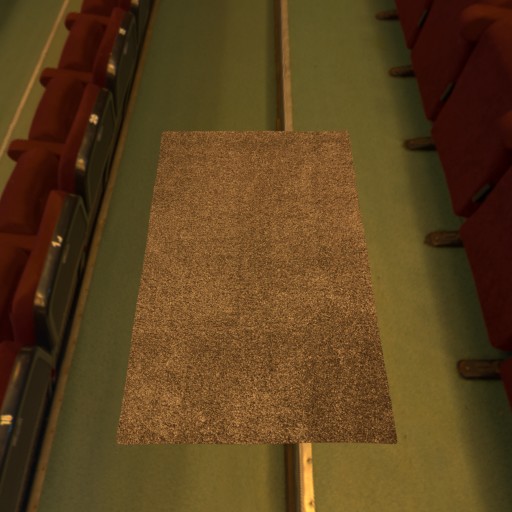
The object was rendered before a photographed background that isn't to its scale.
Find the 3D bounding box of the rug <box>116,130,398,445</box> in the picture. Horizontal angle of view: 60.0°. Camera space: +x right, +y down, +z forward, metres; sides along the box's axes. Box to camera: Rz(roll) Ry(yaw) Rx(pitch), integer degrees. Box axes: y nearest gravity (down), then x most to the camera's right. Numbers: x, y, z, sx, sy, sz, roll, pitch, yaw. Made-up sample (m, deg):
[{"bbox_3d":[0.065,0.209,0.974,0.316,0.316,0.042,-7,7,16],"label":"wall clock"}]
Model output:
[{"bbox_3d":[0.000,0.000,2.972,1.501,0.025,2.352,0,59,0],"label":"rug"}]
